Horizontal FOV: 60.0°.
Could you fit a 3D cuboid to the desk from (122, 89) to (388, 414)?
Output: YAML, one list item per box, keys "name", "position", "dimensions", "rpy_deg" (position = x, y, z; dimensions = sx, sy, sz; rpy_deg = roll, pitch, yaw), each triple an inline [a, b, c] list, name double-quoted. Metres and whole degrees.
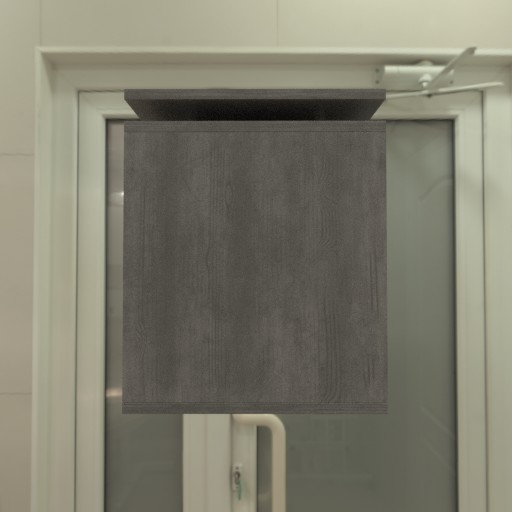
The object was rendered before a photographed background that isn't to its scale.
- name: "desk"
  position: [0.000, 0.000, 1.607]
  dimensions: [0.600, 0.740, 1.200]
  rpy_deg: [0, -1, 0]
